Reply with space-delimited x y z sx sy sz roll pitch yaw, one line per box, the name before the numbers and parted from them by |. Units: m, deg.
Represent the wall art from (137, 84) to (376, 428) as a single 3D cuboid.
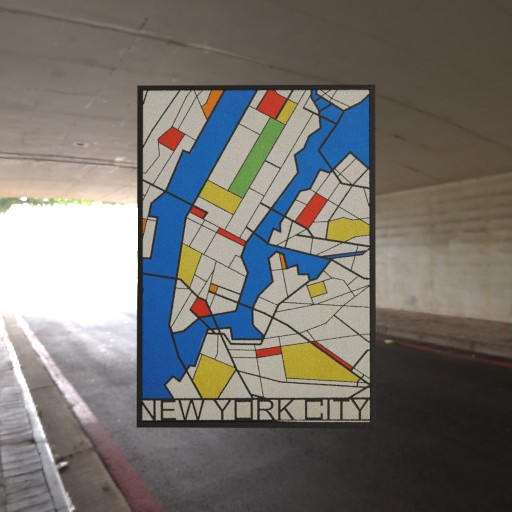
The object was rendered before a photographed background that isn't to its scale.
wall art | 0.000 0.000 0.855 0.457 0.657 0.013 0 0 1
